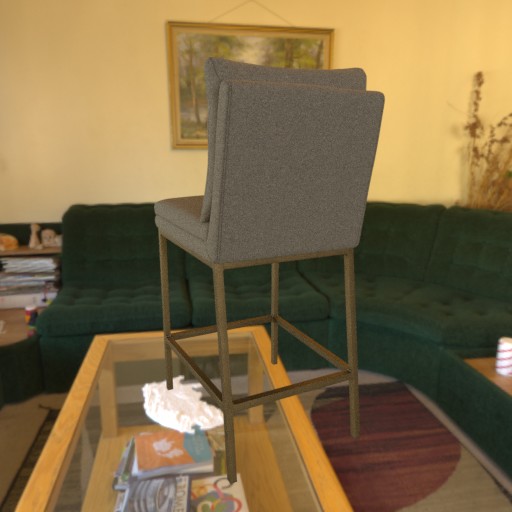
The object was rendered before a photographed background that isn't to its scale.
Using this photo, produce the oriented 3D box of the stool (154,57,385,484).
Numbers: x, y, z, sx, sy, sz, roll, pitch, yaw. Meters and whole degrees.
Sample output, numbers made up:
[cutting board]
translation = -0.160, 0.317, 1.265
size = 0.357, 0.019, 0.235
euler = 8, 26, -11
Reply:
[stool]
translation = 0.000, 0.000, 1.328
size = 0.463, 1.030, 0.569
euler = -7, 15, -26
